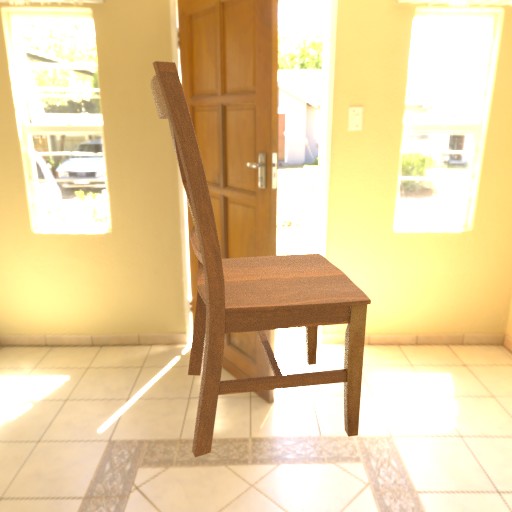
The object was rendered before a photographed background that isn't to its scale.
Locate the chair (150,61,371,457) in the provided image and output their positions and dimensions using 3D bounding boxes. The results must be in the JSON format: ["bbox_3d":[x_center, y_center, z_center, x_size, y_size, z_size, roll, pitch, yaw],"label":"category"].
[{"bbox_3d":[0.000,0.000,1.298,0.542,0.983,0.485,-3,17,-10],"label":"chair"}]
